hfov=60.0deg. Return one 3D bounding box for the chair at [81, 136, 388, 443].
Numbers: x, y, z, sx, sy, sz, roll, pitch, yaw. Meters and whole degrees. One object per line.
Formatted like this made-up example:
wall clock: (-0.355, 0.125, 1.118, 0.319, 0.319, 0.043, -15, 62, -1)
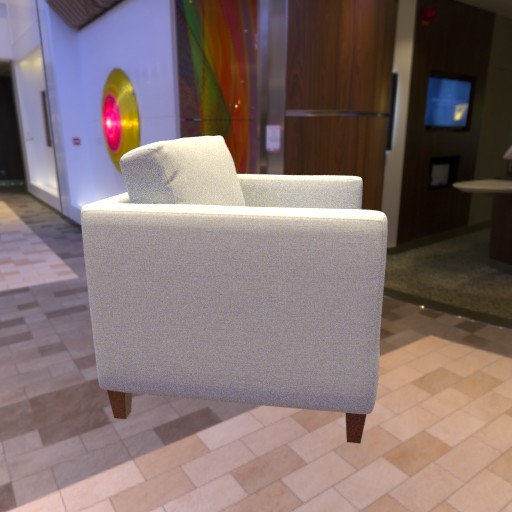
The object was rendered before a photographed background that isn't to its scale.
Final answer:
chair: (0.000, 0.000, 1.851, 0.953, 0.961, 1.107, 2, 16, 9)
